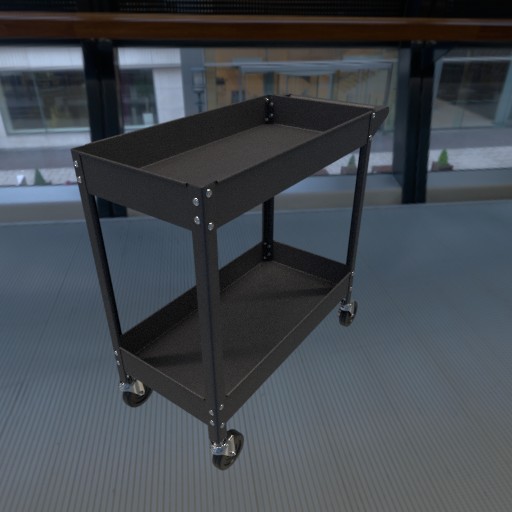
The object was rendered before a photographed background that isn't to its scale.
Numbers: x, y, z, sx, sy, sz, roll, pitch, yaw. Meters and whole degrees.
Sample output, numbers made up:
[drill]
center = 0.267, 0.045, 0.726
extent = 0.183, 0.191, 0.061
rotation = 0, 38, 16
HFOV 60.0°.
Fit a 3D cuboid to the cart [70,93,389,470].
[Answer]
[cart]
center = 0.000, 0.000, 1.203
extent = 0.366, 0.719, 0.779
rotation = 20, 36, 30
